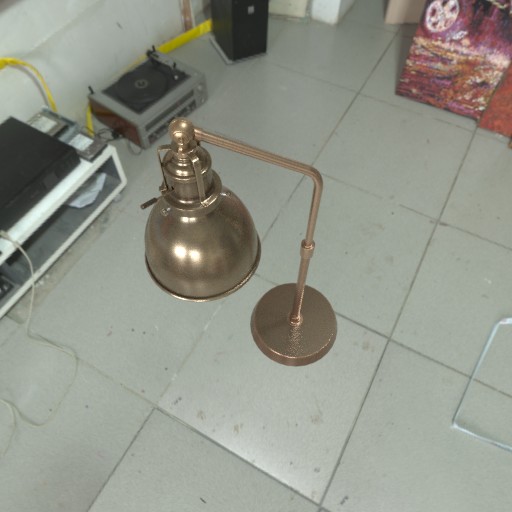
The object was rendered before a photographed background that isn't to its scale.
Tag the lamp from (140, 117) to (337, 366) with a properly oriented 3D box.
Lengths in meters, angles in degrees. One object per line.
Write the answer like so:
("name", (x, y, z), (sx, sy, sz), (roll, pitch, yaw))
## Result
("lamp", (0.000, 0.000, 0.586), (0.286, 0.456, 0.153), (-1, 58, 0))
